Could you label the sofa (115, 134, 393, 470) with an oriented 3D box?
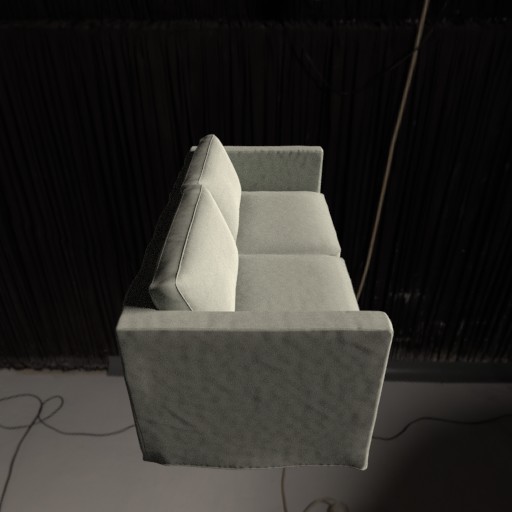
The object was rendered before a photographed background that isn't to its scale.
[{"bbox_3d":[0.000,0.000,2.422,0.940,0.870,1.987,0,31,0],"label":"sofa"}]
